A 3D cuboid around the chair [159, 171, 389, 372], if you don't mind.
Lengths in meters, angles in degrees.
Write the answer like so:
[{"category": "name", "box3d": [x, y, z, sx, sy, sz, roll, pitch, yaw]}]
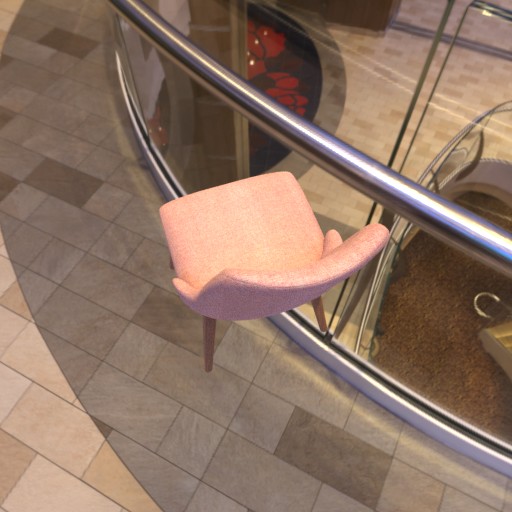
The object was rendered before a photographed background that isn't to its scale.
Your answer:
[{"category": "chair", "box3d": [0.000, 0.000, 1.341, 0.535, 0.918, 0.707, -16, 60, -10]}]
